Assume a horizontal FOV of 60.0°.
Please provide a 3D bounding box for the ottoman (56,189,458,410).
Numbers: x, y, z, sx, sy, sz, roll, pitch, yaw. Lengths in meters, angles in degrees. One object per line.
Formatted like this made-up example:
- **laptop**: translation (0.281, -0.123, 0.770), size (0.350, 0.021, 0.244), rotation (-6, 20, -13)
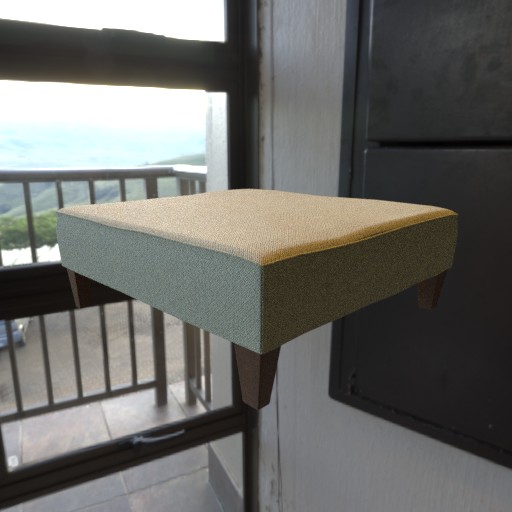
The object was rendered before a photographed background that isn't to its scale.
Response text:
- **ottoman**: translation (0.000, 0.000, 1.545), size (1.004, 0.379, 0.968), rotation (13, 19, 43)
